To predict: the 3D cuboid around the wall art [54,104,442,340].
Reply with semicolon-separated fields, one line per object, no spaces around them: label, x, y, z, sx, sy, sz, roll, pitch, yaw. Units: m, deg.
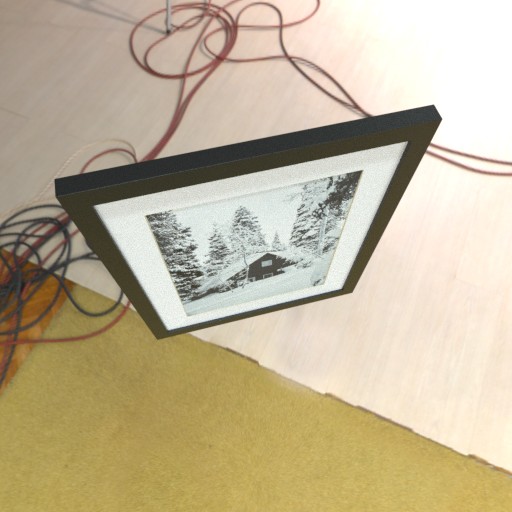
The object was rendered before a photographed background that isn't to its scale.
wall art;0.000;0.000;0.542;0.325;0.397;0.018;-13;64;-6
